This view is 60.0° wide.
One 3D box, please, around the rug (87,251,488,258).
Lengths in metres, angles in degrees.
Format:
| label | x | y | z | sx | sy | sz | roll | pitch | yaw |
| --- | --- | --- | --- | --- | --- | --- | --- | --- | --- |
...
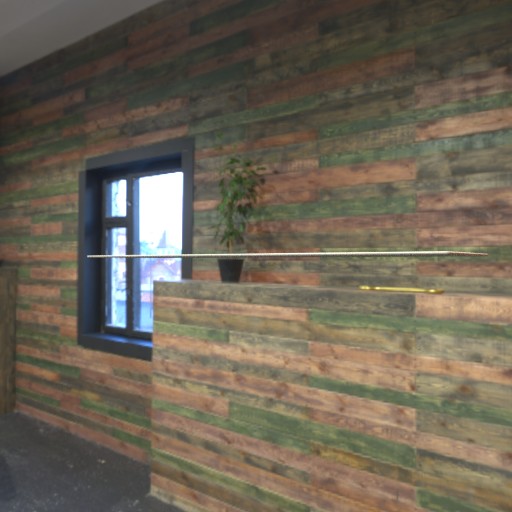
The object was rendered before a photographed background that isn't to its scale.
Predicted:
| label | x | y | z | sx | sy | sz | roll | pitch | yaw |
| --- | --- | --- | --- | --- | --- | --- | --- | --- | --- |
| rug | 0.000 | 0.000 | 2.737 | 2.450 | 0.014 | 0.793 | 0 | -1 | 37 |
